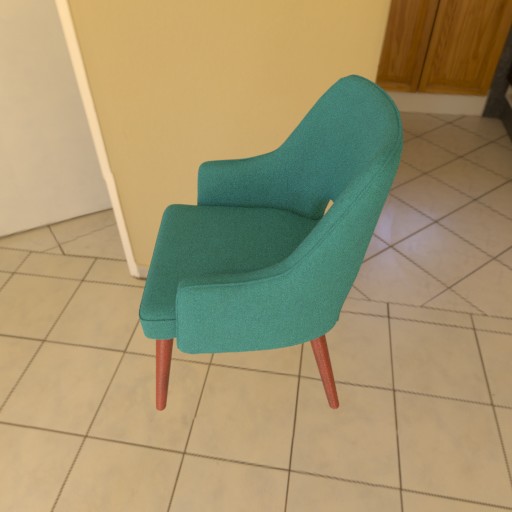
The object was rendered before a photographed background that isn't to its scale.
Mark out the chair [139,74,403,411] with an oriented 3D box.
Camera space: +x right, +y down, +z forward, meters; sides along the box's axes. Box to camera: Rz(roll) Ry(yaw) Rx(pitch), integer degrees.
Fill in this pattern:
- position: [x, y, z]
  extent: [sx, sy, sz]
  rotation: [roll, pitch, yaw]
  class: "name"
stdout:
- position: [0.000, 0.000, 1.206]
  extent: [0.605, 0.849, 0.548]
  rotation: [0, 42, 0]
  class: "chair"
